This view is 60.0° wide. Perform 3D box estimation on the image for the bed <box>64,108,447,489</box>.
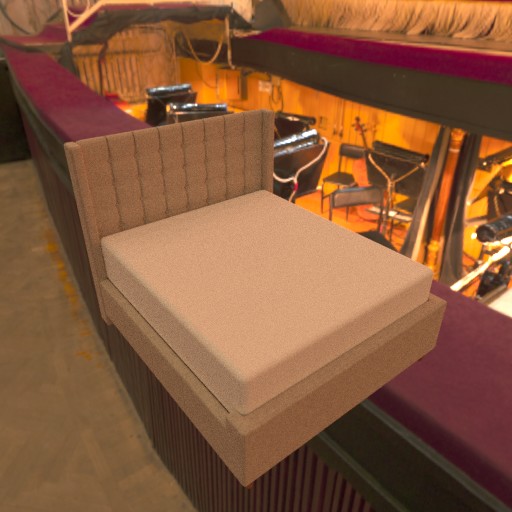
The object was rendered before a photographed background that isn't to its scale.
[{"bbox_3d":[0.000,0.000,3.681,2.045,1.743,2.370,-22,37,-32],"label":"bed"}]
